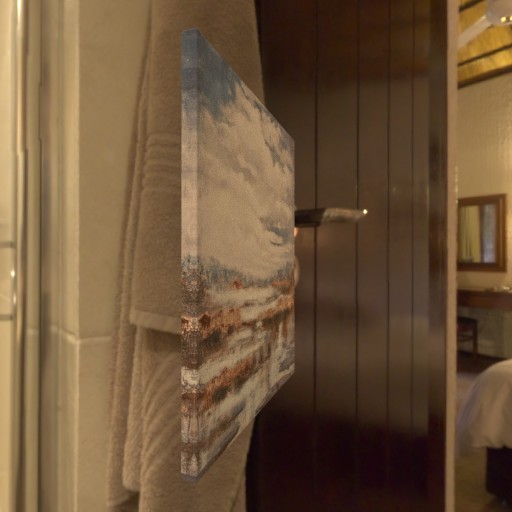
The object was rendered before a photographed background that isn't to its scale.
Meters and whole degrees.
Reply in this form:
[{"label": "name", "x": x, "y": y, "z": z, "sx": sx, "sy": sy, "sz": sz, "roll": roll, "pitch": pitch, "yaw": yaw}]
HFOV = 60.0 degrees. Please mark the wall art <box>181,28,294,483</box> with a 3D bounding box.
[{"label": "wall art", "x": 0.000, "y": 0.000, "z": 1.300, "sx": 0.035, "sy": 0.897, "sz": 0.888, "roll": 0, "pitch": 0, "yaw": 17}]
